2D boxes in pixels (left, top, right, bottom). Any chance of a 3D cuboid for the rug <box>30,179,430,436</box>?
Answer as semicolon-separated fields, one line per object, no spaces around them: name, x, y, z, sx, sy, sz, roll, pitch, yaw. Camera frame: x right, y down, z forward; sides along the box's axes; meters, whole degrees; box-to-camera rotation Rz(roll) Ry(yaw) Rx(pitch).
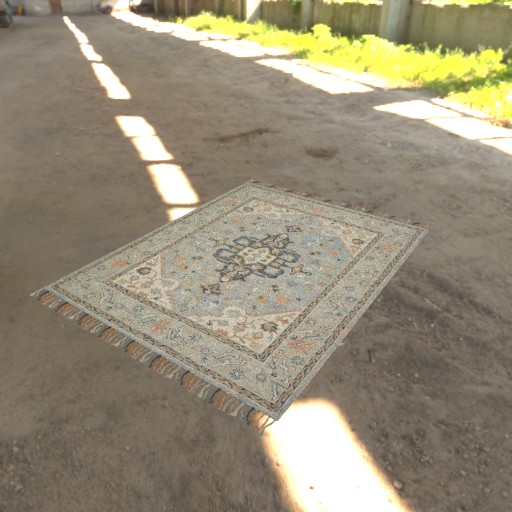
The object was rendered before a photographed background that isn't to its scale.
rug;0.000;0.000;2.269;1.278;0.009;1.730;20;36;29
